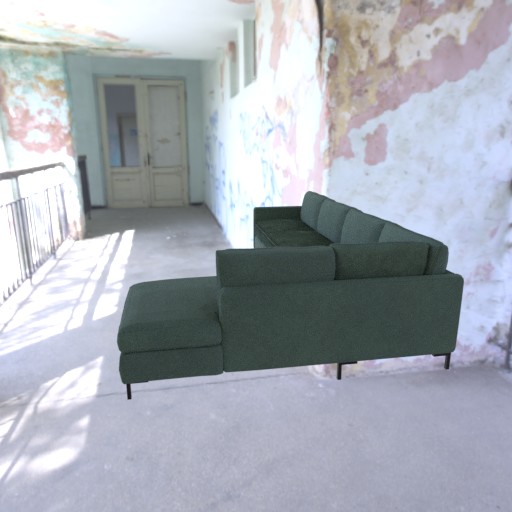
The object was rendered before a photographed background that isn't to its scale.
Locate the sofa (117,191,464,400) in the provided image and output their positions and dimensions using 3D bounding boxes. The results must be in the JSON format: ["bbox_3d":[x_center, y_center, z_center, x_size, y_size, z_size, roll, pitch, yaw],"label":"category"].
[{"bbox_3d":[0.000,0.000,3.266,1.707,0.687,2.486,-3,15,-10],"label":"sofa"}]
